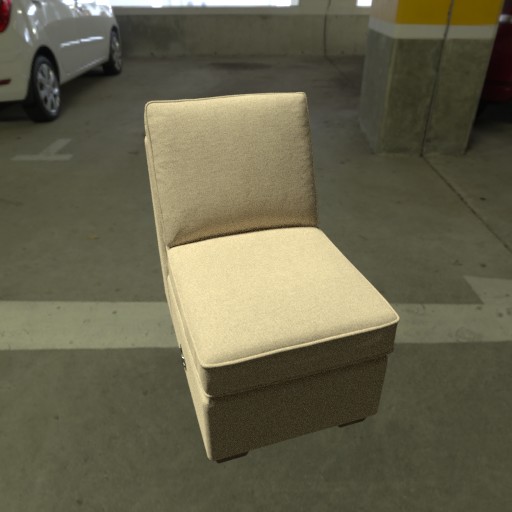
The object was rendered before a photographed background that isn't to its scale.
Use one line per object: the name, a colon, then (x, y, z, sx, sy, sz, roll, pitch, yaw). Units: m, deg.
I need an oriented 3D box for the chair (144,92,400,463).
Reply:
chair: (0.000, 0.000, 1.574, 0.621, 0.970, 0.938, -9, 33, -15)
